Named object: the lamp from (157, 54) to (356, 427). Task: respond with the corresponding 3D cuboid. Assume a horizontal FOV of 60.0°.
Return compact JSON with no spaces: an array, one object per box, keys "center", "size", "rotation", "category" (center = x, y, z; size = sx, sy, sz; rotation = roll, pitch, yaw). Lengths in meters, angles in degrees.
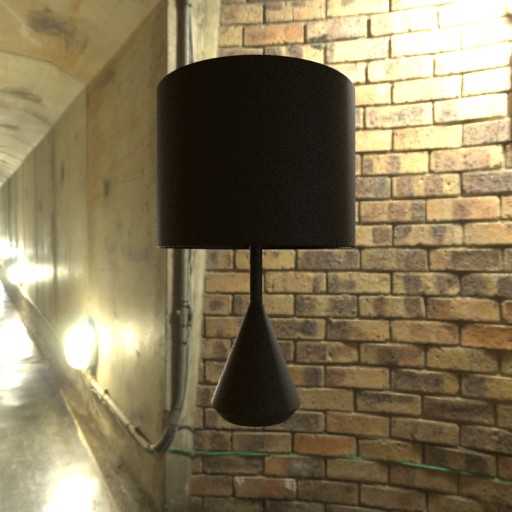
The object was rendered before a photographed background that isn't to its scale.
[{"center":[0.000,0.000,0.819],"size":[0.359,0.584,0.359],"rotation":[0,0,-1],"category":"lamp"}]
